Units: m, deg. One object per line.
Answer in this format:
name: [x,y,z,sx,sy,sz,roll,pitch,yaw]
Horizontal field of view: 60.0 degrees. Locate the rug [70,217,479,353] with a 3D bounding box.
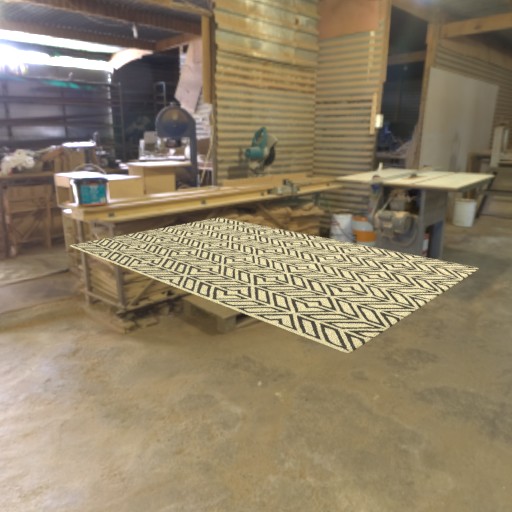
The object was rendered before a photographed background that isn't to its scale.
rug: [0.000,0.000,3.062,2.438,0.008,1.523,15,21,41]
